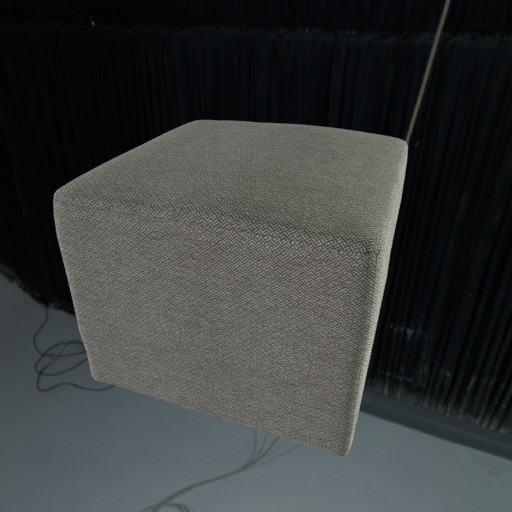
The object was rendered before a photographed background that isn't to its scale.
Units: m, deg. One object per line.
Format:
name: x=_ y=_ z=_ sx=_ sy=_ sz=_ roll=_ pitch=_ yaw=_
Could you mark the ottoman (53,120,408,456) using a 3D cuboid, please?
ottoman: x=0.000 y=0.000 z=0.902 sx=0.512 sy=0.453 sz=0.519 roll=11 pitch=32 yaw=17
